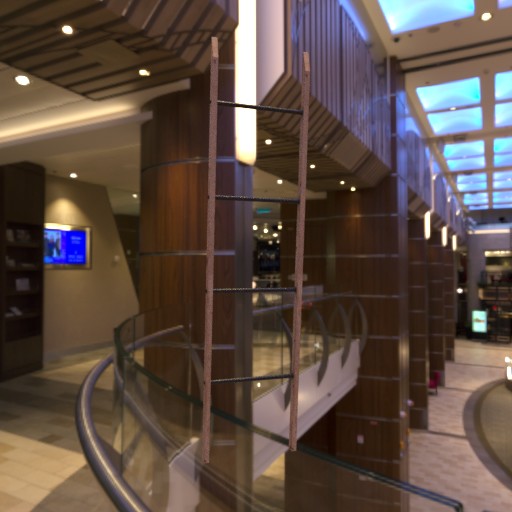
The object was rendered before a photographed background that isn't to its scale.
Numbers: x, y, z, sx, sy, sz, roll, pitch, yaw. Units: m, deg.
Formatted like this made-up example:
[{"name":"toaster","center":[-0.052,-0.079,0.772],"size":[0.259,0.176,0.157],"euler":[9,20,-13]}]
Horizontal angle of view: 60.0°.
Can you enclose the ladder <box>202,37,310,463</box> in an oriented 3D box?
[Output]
[{"name":"ladder","center":[0.000,0.000,1.953],"size":[0.442,1.805,0.200],"euler":[0,-2,-18]}]
